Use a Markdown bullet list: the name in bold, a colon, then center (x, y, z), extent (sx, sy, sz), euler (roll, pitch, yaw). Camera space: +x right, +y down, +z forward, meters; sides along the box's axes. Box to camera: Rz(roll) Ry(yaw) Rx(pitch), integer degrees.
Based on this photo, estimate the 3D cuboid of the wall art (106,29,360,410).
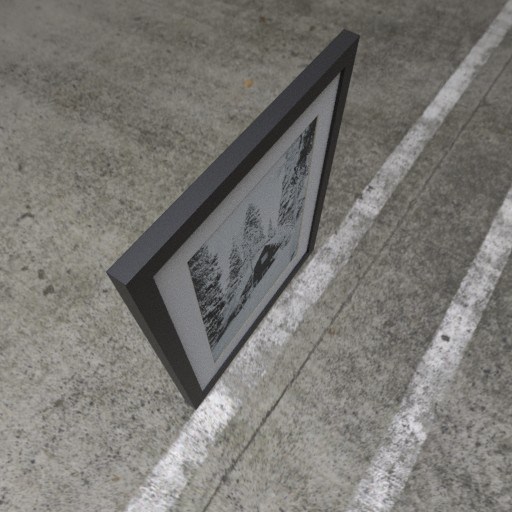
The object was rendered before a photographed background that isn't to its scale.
- **wall art**: center (0.000, 0.000, 0.530), extent (0.018, 0.397, 0.325), euler (31, 64, 17)
